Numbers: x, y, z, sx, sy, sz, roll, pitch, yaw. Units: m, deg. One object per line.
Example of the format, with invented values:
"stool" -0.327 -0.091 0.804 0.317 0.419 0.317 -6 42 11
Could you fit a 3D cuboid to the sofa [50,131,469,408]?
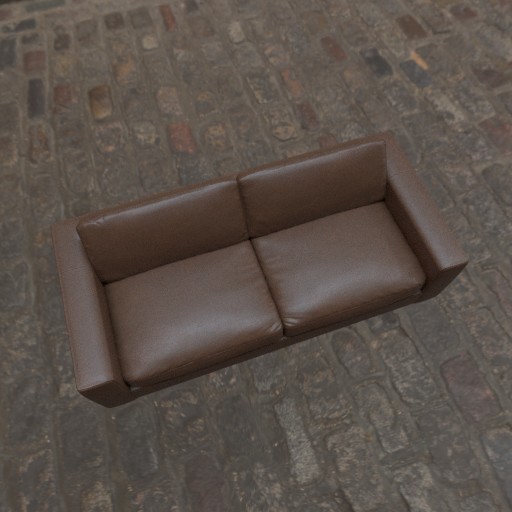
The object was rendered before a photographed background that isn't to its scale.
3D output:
"sofa" 0.000 0.000 2.735 2.262 0.801 1.070 -17 65 -8
